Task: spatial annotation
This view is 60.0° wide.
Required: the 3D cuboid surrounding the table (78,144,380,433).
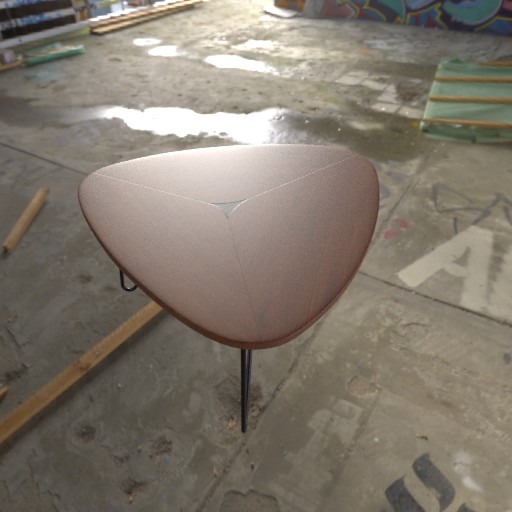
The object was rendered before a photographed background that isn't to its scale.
[{"bbox_3d":[0.000,0.000,1.322,0.821,0.413,0.833,-27,46,-29],"label":"table"}]
